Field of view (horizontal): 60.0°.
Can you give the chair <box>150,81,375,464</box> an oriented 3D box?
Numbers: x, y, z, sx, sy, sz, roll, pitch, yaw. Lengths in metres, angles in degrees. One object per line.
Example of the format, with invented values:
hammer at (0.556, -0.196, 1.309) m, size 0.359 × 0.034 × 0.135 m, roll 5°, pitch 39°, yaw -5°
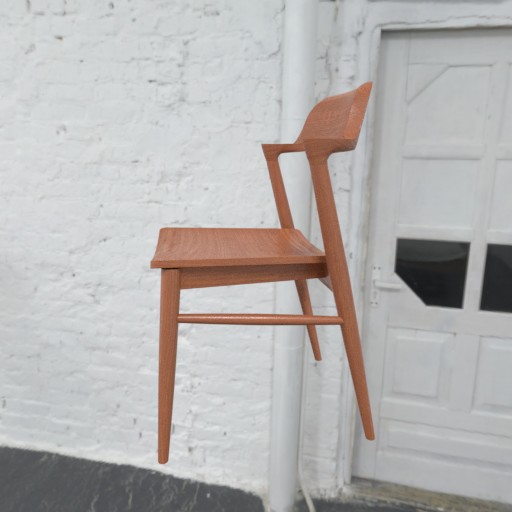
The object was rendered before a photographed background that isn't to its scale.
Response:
chair at (0.000, 0.000, 1.113) m, size 0.499 × 0.801 × 0.496 m, roll -2°, pitch 13°, yaw -9°
